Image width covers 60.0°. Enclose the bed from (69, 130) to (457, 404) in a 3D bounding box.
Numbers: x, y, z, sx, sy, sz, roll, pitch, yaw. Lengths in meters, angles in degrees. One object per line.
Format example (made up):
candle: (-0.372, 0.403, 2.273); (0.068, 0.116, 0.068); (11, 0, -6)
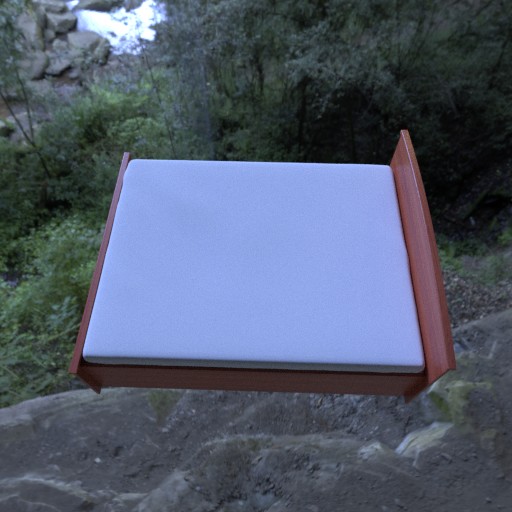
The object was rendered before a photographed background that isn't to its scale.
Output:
bed: (0.000, 0.000, 2.964); (2.053, 0.848, 1.683); (2, 59, 1)
